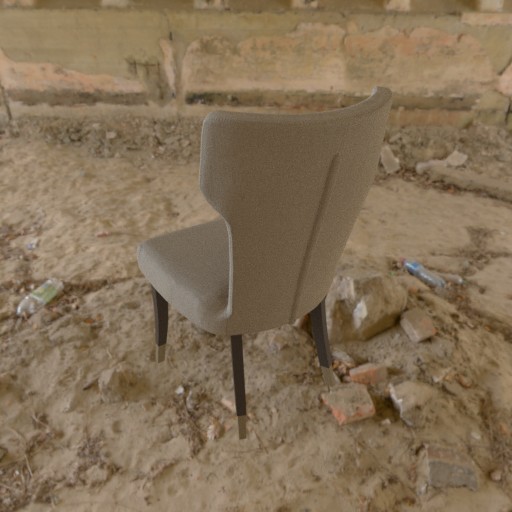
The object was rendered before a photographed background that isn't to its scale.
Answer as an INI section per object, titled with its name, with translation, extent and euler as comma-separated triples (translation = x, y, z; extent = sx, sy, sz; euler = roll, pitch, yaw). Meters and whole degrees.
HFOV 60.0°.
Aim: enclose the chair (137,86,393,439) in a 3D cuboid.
[chair]
translation = 0.000, 0.000, 1.310
extent = 0.526, 0.955, 0.630
euler = -19, 35, -30
